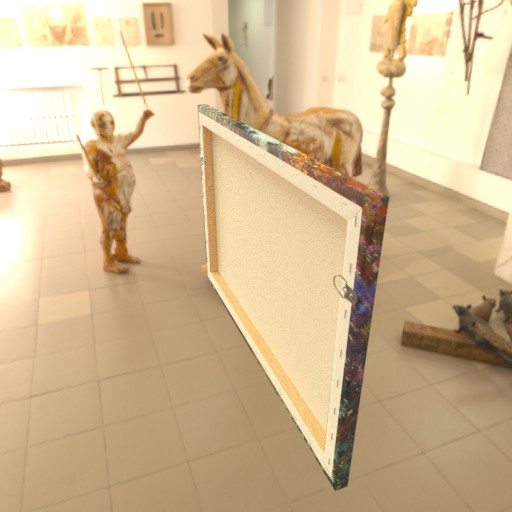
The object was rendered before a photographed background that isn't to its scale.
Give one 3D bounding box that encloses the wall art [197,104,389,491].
[{"bbox_3d":[0.000,0.000,1.396,0.042,0.760,1.136,-10,29,-19],"label":"wall art"}]
